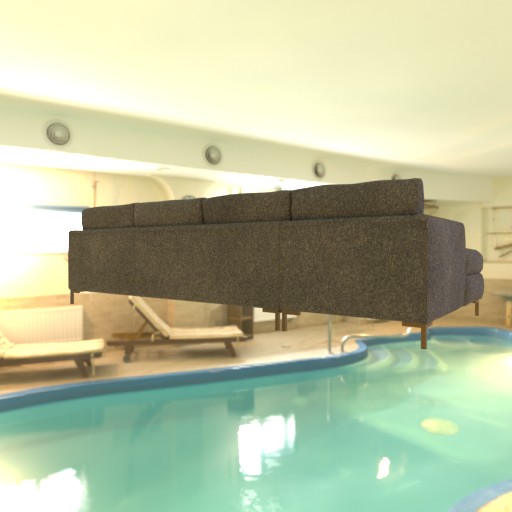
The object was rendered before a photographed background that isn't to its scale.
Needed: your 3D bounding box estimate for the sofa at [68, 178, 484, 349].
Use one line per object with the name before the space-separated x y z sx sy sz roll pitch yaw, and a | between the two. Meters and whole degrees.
sofa | 0.000 0.000 3.360 2.932 0.810 1.350 1 1 36
